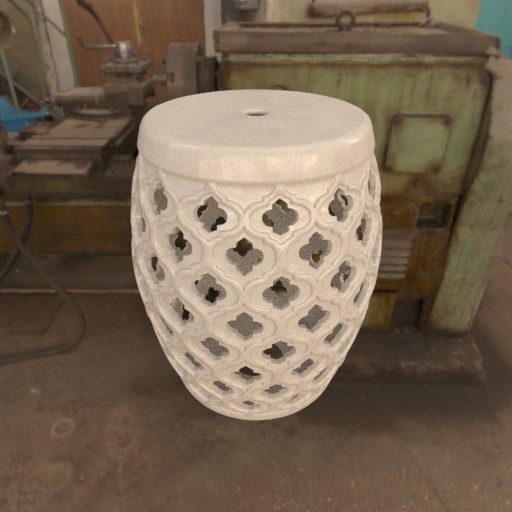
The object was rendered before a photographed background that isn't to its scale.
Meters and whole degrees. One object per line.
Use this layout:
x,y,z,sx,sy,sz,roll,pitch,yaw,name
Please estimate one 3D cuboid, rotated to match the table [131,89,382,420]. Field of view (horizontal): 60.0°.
0.000,0.000,0.609,0.325,0.388,0.325,0,32,0,table
